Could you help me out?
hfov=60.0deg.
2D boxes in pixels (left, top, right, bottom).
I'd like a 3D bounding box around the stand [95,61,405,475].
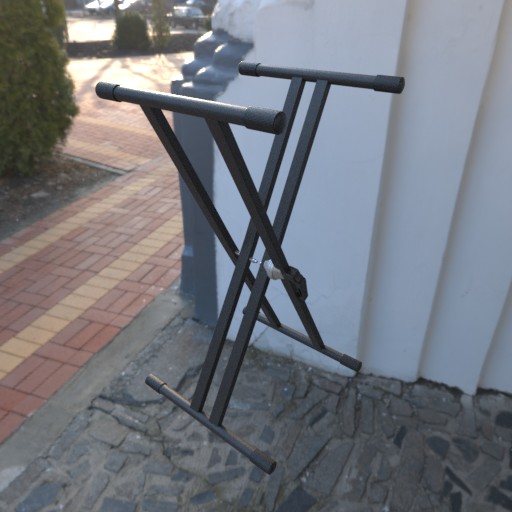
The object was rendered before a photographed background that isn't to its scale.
[{"bbox_3d":[0.000,0.000,1.202,0.495,0.900,0.503,22,37,33],"label":"stand"}]
